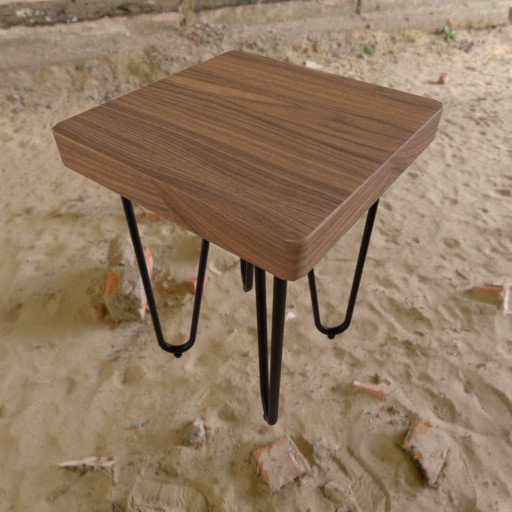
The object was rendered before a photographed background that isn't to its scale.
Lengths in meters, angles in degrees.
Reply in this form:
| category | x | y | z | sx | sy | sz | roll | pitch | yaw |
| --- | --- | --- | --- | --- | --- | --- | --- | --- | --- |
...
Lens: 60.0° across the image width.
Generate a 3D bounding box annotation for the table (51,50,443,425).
| category | x | y | z | sx | sy | sz | roll | pitch | yaw |
| --- | --- | --- | --- | --- | --- | --- | --- | --- | --- |
| table | 0.000 | 0.000 | 0.956 | 0.480 | 0.641 | 0.479 | 27 | 49 | 26 |
